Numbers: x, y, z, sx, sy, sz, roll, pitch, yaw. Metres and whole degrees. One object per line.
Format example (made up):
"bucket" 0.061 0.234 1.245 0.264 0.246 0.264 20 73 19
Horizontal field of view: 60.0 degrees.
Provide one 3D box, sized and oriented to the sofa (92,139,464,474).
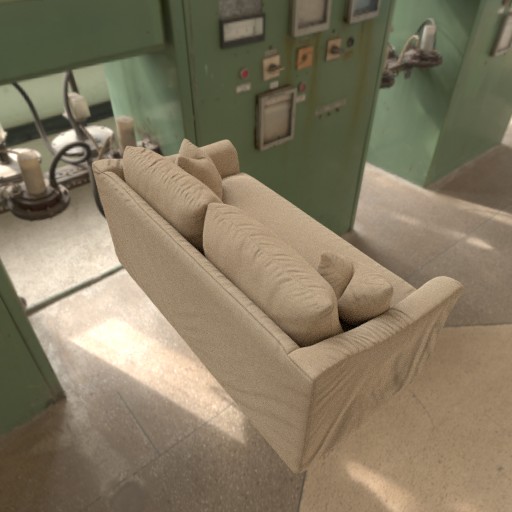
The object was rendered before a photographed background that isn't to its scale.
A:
"sofa" 0.000 0.000 2.634 1.072 1.018 2.010 -27 48 -28
